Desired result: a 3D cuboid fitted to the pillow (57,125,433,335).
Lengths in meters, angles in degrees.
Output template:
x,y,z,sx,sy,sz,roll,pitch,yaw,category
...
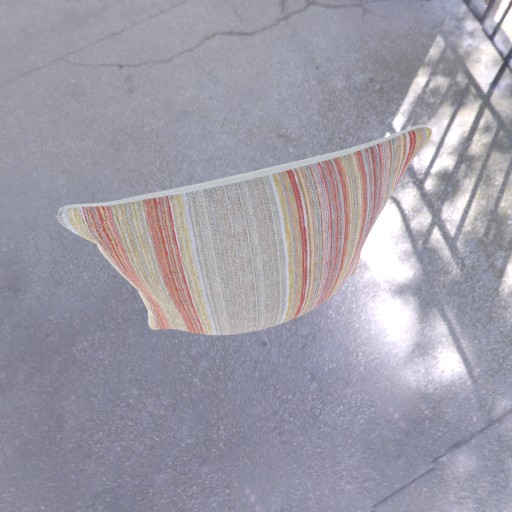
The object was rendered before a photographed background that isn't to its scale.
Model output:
x,y,z,sx,sy,sz,roll,pitch,yaw,category
0.000,0.000,0.705,0.451,0.449,0.191,-15,65,-7,pillow
